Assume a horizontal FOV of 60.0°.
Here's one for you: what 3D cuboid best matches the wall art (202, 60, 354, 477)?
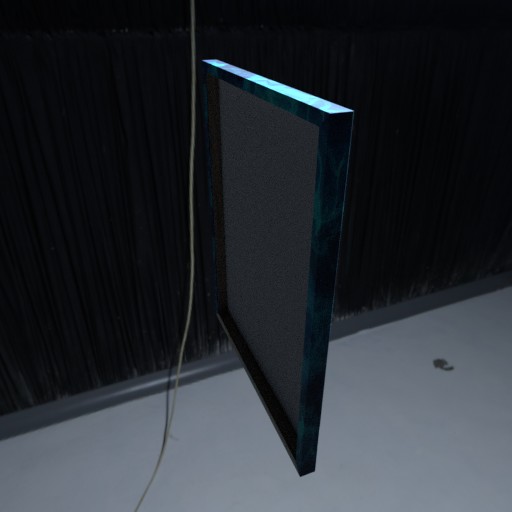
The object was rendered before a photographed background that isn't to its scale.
[{"bbox_3d":[0.000,0.000,1.011,0.038,0.760,0.609,-11,32,-19],"label":"wall art"}]
